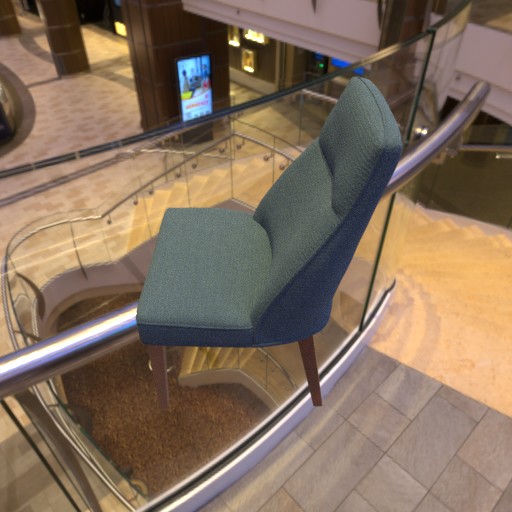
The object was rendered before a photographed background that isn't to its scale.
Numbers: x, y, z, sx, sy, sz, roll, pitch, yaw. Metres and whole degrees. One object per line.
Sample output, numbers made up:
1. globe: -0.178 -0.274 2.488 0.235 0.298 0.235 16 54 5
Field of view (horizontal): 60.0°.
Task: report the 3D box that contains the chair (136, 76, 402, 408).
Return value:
1. chair: 0.000 0.000 1.297 0.620 0.930 0.500 0 41 1
